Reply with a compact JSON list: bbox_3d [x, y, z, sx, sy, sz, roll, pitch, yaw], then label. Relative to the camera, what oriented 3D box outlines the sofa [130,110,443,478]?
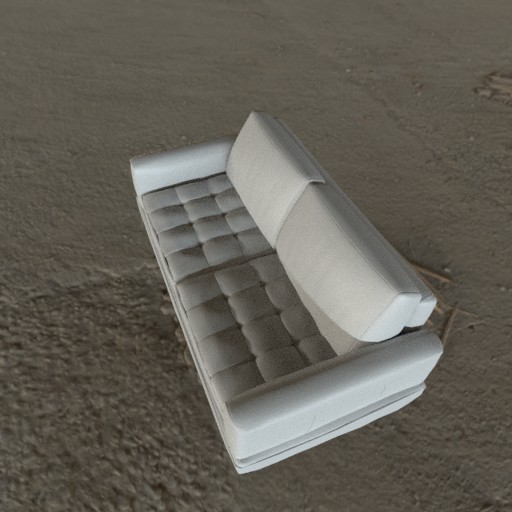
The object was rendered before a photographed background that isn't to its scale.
[{"bbox_3d":[0.000,0.000,2.707,1.121,0.930,2.177,-17,50,-15],"label":"sofa"}]
